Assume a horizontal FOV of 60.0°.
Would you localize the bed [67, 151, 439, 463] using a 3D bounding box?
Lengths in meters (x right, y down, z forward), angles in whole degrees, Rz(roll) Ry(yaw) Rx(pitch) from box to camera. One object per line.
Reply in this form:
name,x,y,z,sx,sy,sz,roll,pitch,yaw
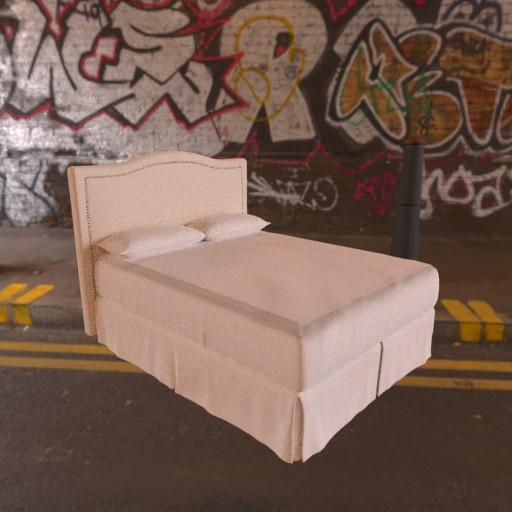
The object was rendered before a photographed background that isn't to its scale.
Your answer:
bed,0.000,0.000,3.262,2.143,1.460,1.753,14,21,42
